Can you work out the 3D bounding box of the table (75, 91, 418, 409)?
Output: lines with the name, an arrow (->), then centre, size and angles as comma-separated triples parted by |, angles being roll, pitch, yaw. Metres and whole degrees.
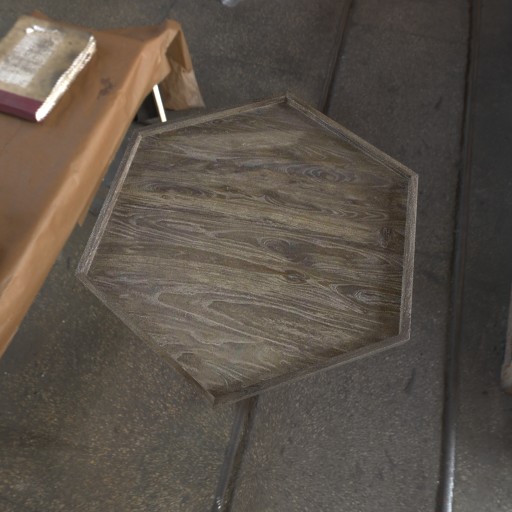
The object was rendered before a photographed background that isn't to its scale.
table -> 0.000, 0.000, 1.585 | 1.115, 0.488, 0.966 | -17, 65, -8
